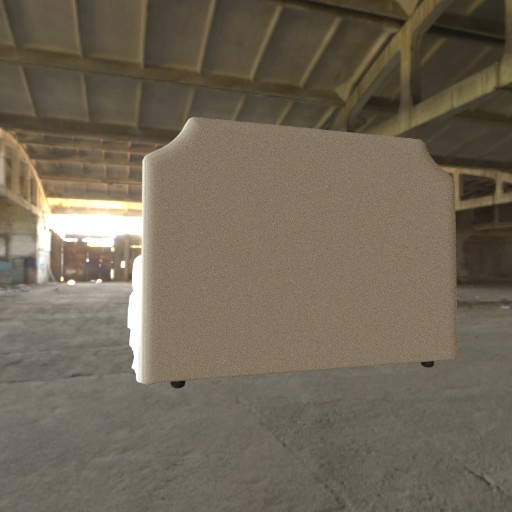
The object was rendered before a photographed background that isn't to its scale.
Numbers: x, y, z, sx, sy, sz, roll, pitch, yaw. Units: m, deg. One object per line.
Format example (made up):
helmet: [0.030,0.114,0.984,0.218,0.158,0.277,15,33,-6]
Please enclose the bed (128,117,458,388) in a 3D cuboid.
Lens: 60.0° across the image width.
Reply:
bed: [0.000,0.000,3.887,2.134,1.524,2.548,0,-1,-17]
